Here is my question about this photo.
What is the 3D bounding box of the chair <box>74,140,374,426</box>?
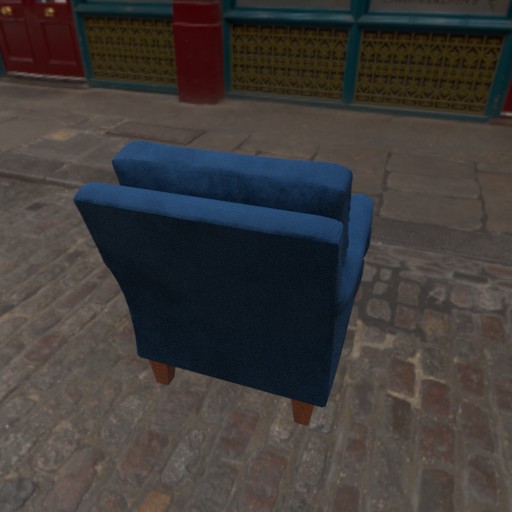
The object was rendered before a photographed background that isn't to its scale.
[{"bbox_3d":[0.000,0.000,1.905,0.895,1.076,1.078,11,33,16],"label":"chair"}]
